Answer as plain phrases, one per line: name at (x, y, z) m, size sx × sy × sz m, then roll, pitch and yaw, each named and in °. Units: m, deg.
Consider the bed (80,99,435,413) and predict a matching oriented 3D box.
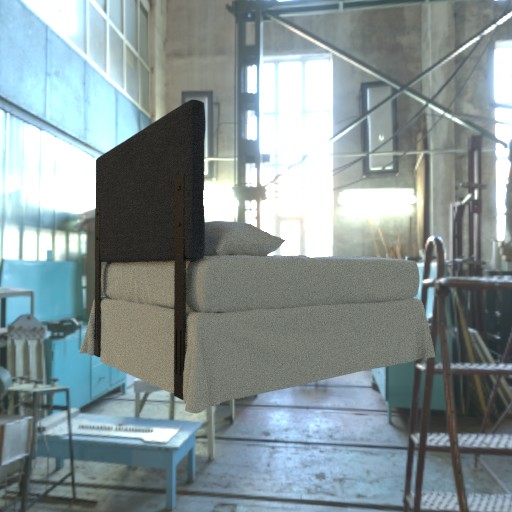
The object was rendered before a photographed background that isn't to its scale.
bed at (0.000, 0.000, 3.533) m, size 2.222 × 1.577 × 1.936 m, roll 1°, pitch -2°, yaw -37°
